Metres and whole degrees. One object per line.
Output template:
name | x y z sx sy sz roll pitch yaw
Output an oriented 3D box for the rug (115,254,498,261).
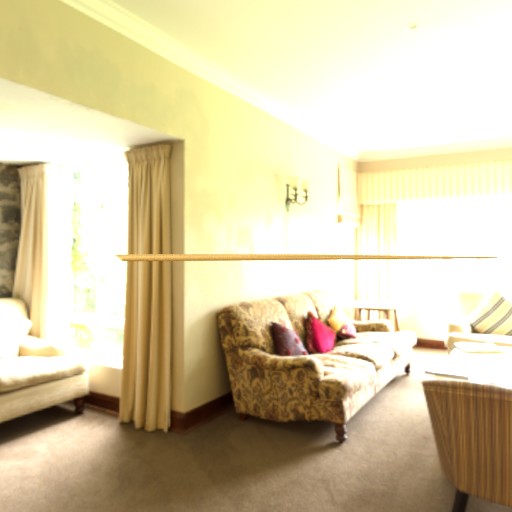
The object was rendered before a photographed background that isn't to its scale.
rug | 0.000 0.000 3.902 2.353 0.014 2.945 0 1 -18
